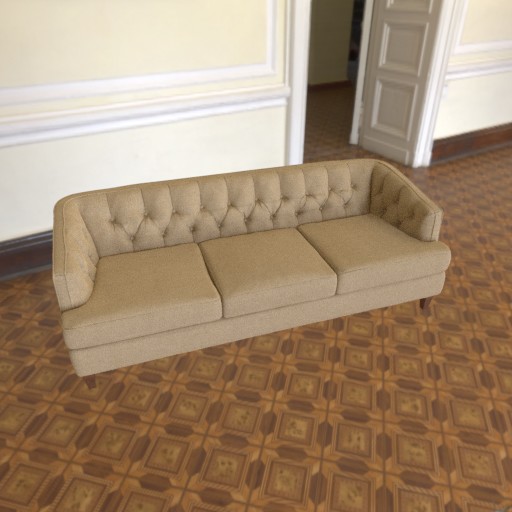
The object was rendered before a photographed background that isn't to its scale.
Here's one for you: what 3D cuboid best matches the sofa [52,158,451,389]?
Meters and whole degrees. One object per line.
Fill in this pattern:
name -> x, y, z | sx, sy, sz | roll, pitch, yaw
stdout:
sofa -> 0.000, 0.000, 2.750 | 2.235, 0.788, 0.913 | -10, 33, -16
